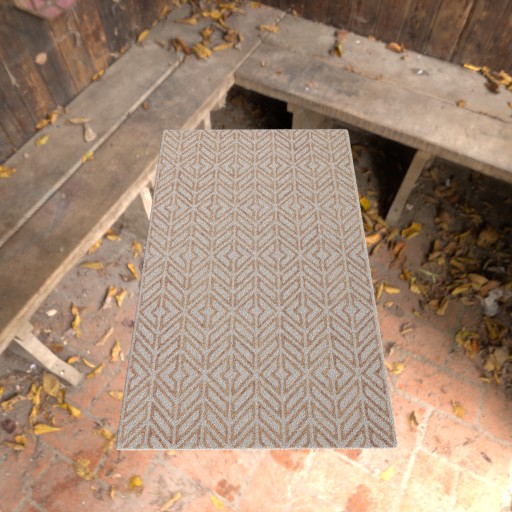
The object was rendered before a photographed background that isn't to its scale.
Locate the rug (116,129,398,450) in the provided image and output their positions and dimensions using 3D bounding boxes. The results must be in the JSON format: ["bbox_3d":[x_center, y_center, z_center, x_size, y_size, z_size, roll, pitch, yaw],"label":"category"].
[{"bbox_3d":[0.000,0.000,3.019,1.523,0.008,2.438,0,59,0],"label":"rug"}]
